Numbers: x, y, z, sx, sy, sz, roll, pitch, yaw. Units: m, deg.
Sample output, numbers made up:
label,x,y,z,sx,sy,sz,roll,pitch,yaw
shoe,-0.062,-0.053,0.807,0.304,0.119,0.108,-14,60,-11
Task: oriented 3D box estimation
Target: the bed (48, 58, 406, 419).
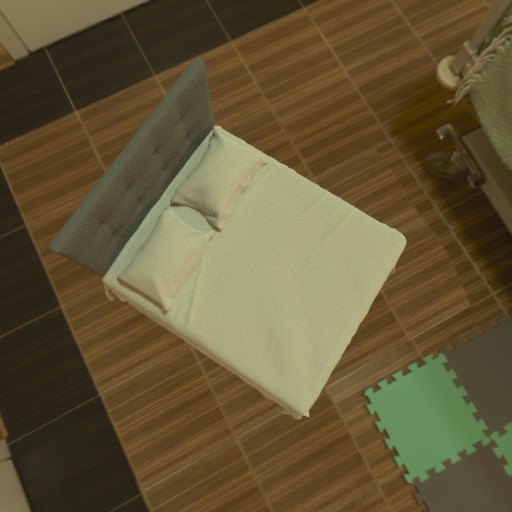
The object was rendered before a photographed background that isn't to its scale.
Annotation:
label,x,y,z,sx,sy,sz,roll,pitch,yaw
bed,0.000,0.000,3.538,2.222,1.577,1.936,32,79,7
